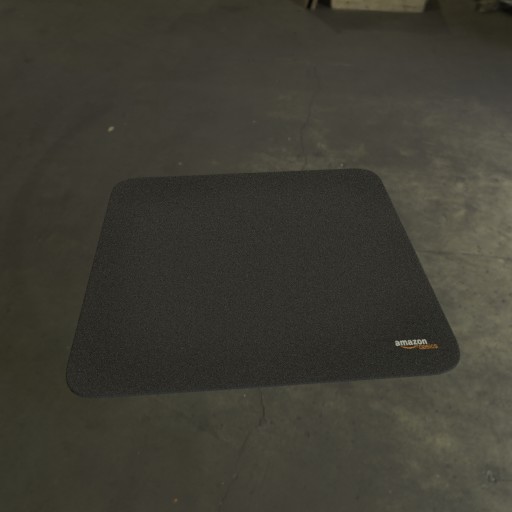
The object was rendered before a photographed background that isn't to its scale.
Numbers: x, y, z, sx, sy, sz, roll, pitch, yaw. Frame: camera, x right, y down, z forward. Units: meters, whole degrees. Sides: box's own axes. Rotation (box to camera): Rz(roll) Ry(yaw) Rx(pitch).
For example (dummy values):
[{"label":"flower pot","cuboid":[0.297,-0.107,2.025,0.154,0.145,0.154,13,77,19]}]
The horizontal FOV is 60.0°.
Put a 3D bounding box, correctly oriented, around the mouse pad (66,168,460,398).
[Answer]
[{"label":"mouse pad","cuboid":[0.000,0.000,0.317,0.229,0.003,0.203,-3,45,-3]}]
